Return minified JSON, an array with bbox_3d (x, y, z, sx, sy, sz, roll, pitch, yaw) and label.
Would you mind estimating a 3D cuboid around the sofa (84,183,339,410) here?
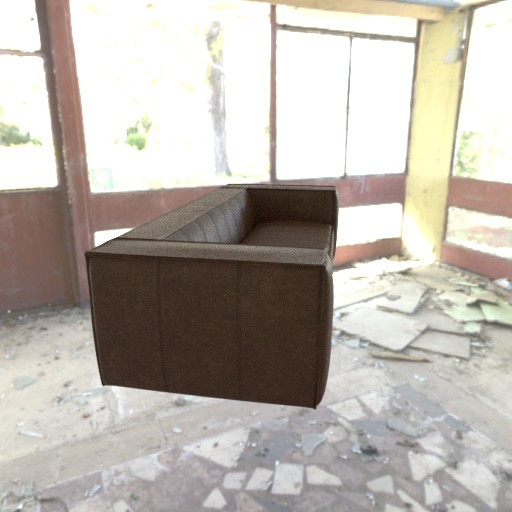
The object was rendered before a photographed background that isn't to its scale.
[{"bbox_3d":[0.000,0.000,3.089,1.102,0.701,2.581,3,16,10],"label":"sofa"}]
